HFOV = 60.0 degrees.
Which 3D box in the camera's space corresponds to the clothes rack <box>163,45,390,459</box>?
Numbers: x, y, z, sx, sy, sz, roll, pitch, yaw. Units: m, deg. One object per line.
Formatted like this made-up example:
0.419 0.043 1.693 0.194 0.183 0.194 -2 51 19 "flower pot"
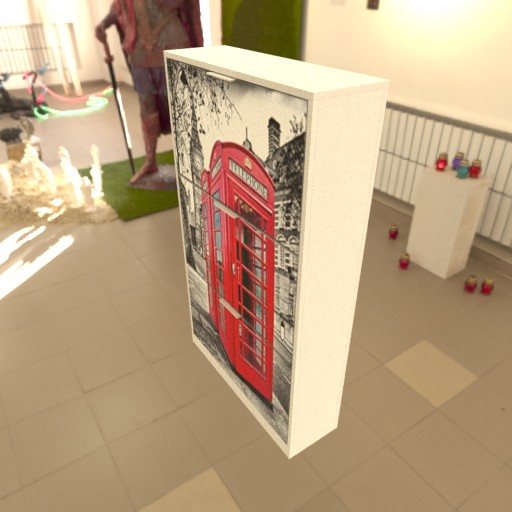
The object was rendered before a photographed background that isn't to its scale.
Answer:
0.000 0.000 1.586 0.250 1.280 0.750 -20 37 -29 "clothes rack"
